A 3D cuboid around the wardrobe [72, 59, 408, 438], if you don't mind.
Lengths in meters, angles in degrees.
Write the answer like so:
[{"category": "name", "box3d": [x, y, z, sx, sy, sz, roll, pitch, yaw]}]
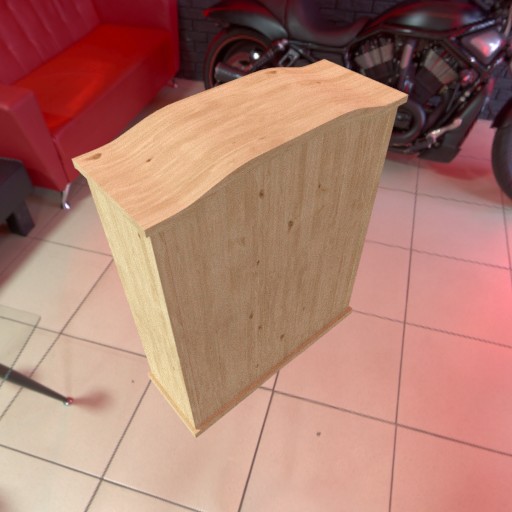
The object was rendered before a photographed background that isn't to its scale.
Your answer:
[{"category": "wardrobe", "box3d": [0.000, 0.000, 2.619, 1.500, 1.870, 0.570, -32, 54, -27]}]
